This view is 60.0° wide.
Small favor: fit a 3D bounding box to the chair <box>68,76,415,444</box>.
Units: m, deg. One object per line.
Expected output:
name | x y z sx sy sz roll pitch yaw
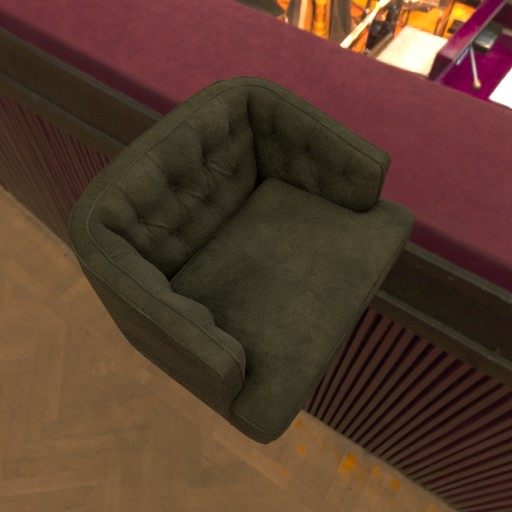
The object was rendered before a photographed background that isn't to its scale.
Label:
chair | 0.000 0.000 1.780 0.941 0.852 1.104 31 62 18
